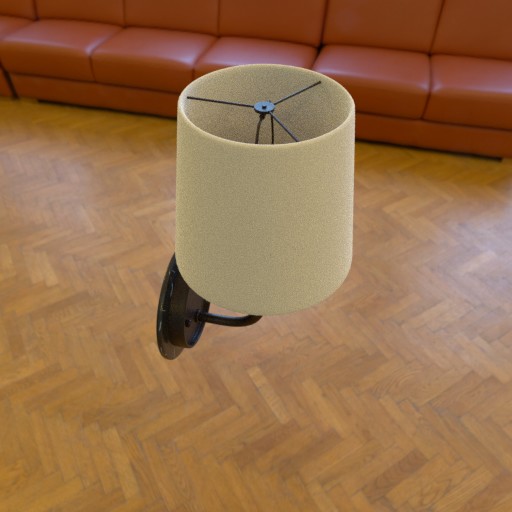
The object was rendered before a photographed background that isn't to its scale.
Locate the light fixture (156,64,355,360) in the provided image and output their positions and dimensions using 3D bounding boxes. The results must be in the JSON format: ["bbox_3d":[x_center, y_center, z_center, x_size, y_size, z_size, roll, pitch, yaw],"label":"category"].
[{"bbox_3d":[0.000,0.000,0.449,0.188,0.337,0.168,9,47,9],"label":"light fixture"}]
